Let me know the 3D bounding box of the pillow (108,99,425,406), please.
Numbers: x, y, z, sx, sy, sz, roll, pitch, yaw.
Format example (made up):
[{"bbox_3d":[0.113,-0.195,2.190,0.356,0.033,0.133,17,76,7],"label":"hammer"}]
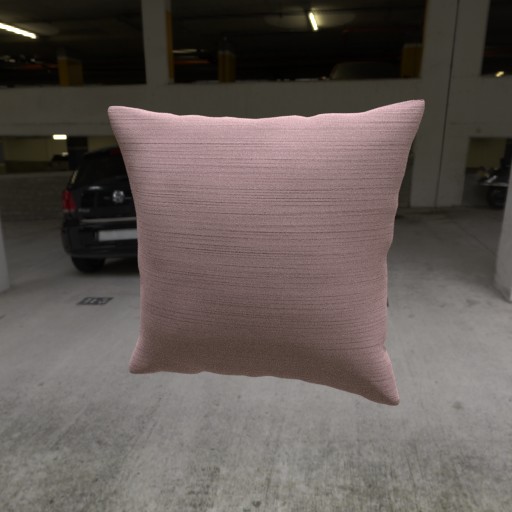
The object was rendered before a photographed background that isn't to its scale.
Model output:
[{"bbox_3d":[0.000,0.000,0.701,0.470,0.464,0.175,3,16,11],"label":"pillow"}]
